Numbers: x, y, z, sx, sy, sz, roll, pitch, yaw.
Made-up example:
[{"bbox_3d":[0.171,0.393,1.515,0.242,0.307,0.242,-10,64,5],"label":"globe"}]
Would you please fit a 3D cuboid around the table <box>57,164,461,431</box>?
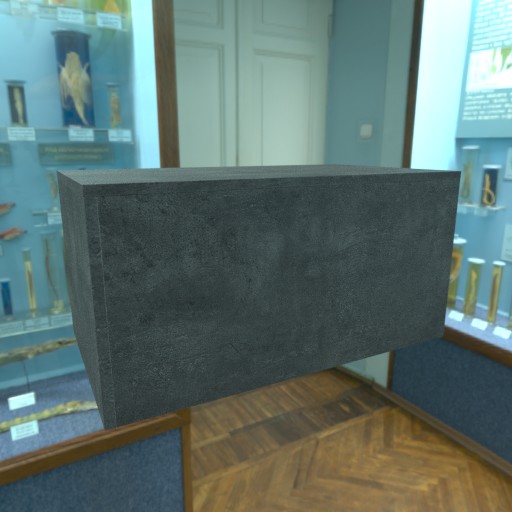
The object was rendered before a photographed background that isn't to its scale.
[{"bbox_3d":[0.000,0.000,0.924,0.700,0.350,0.400,-7,16,-27],"label":"table"}]
